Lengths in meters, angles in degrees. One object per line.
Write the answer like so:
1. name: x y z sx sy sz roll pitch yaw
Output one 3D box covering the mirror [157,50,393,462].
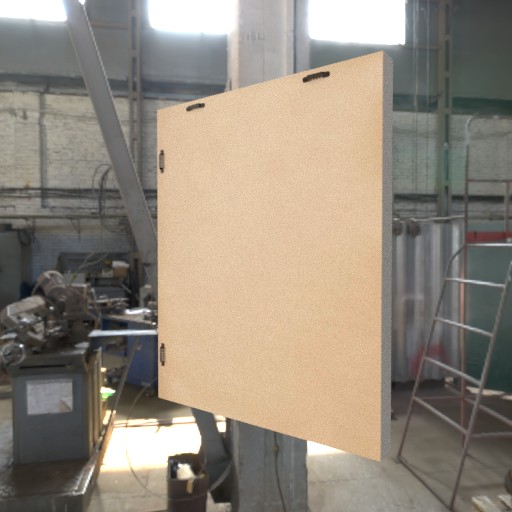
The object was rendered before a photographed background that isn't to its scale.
1. mirror: 0.000 0.000 0.677 0.405 0.508 0.041 1 1 36
